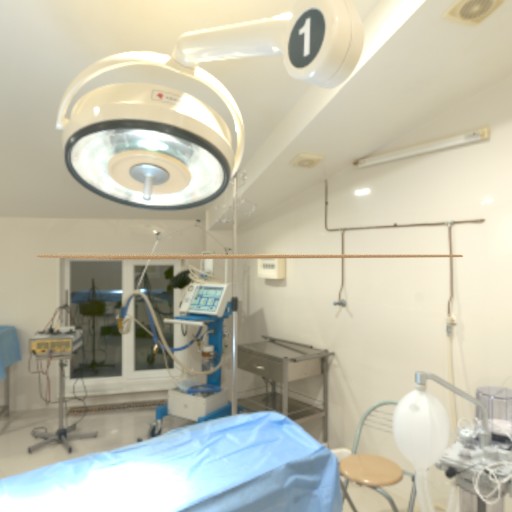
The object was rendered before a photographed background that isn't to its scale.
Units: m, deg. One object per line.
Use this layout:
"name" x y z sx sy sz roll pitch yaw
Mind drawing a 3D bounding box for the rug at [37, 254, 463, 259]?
"rug" 0.000 0.000 2.044 1.668 0.012 1.061 0 0 -36
